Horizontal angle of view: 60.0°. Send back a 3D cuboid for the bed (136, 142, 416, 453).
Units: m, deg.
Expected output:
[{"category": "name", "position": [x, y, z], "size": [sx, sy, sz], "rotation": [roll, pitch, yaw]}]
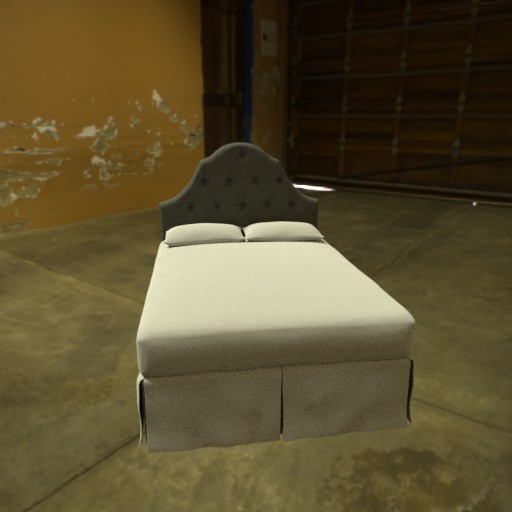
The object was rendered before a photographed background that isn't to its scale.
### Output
[{"category": "bed", "position": [0.000, 0.000, 3.314], "size": [1.636, 1.575, 2.155], "rotation": [-2, 16, -8]}]
